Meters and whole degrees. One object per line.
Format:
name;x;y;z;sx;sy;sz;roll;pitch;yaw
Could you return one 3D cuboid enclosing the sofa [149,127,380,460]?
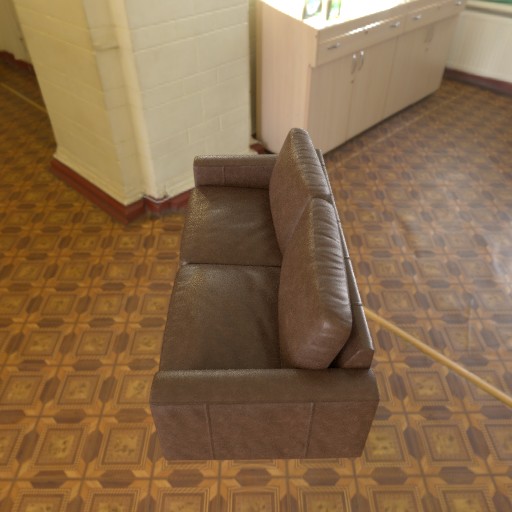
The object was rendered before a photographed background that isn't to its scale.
sofa;0.000;0.000;2.757;1.016;0.873;2.179;-1;41;-1
